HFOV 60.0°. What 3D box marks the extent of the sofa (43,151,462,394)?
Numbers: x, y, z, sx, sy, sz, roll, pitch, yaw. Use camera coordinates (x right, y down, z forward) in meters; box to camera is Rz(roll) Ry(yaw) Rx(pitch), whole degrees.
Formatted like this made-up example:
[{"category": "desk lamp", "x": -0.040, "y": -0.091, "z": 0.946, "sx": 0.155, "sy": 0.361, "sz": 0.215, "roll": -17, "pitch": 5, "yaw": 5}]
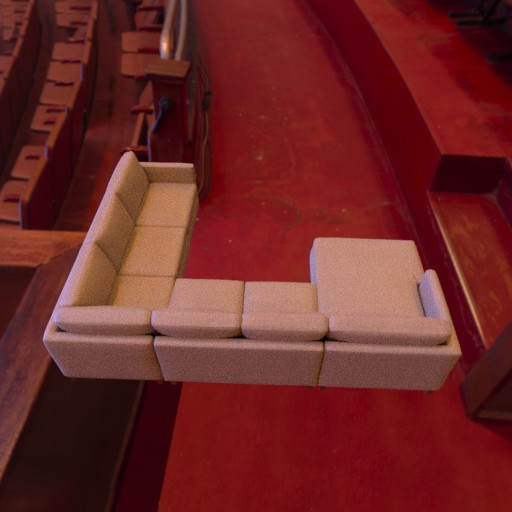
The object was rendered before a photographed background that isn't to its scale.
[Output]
[{"category": "sofa", "x": 0.000, "y": 0.000, "z": 4.650, "sx": 3.460, "sy": 0.961, "sz": 2.594, "roll": 2, "pitch": 46, "yaw": 2}]
